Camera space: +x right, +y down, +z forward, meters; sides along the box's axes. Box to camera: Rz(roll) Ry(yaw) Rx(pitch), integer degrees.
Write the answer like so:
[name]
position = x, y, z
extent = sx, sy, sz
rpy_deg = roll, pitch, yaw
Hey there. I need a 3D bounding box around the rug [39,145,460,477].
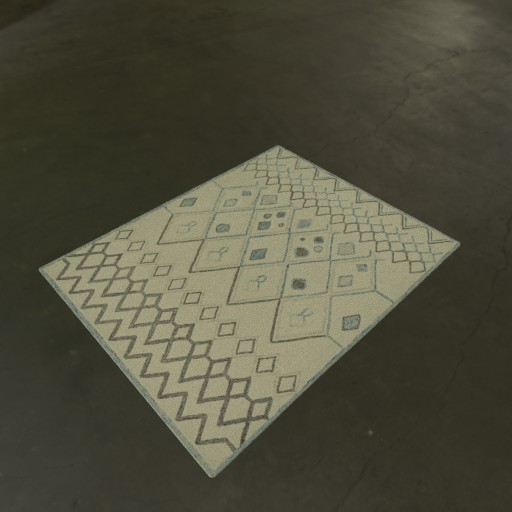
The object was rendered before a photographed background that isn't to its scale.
[rug]
position = 0.000, 0.000, 4.084
extent = 3.056, 0.013, 2.441
rpy_deg = -34, 54, -29
